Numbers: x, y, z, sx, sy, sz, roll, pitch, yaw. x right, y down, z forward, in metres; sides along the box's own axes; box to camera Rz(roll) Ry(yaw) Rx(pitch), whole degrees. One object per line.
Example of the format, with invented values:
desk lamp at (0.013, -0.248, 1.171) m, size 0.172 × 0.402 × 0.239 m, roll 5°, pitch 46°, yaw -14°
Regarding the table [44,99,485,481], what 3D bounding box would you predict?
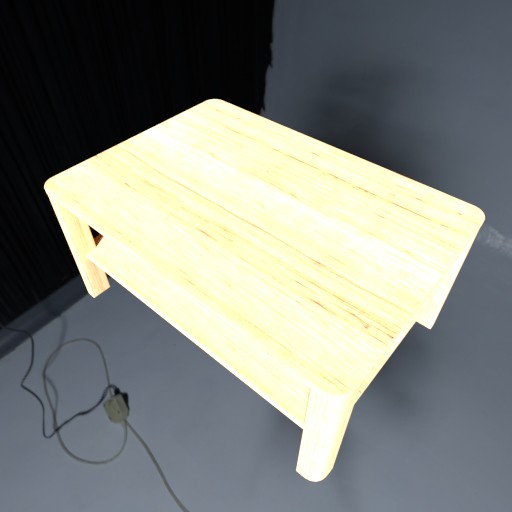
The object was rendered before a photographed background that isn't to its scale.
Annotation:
table at (0.000, 0.000, 1.345) m, size 0.997 × 0.445 × 0.696 m, roll 31°, pitch 53°, yaw 27°
